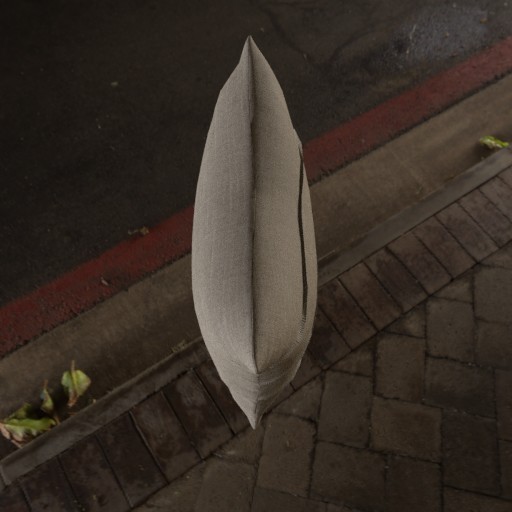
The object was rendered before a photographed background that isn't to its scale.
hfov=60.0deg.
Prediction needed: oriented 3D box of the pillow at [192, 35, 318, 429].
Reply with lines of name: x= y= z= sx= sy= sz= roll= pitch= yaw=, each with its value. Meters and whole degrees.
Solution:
pillow: x=0.000 y=0.000 z=0.628 sx=0.169 sy=0.400 sz=0.424 roll=-1 pitch=63 yaw=0
